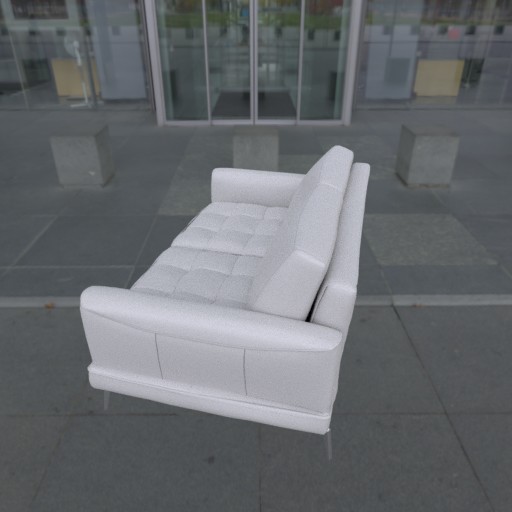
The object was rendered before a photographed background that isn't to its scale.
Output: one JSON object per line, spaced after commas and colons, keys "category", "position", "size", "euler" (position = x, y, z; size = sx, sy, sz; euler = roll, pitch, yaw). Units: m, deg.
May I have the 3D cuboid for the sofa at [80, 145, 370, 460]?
{"category": "sofa", "position": [0.000, 0.000, 2.475], "size": [1.121, 0.930, 1.819], "euler": [7, 30, 13]}
